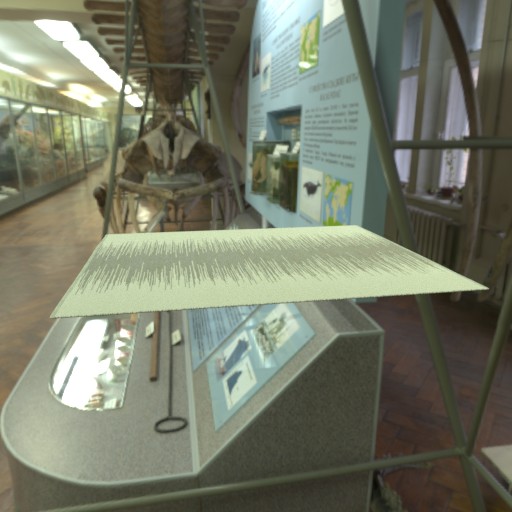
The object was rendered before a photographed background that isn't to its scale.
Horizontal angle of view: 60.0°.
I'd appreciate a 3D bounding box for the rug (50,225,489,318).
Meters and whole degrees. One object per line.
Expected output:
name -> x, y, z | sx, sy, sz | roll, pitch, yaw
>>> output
rug -> 0.000, 0.000, 4.136 | 3.037, 0.010, 2.453 | -3, 15, -10
